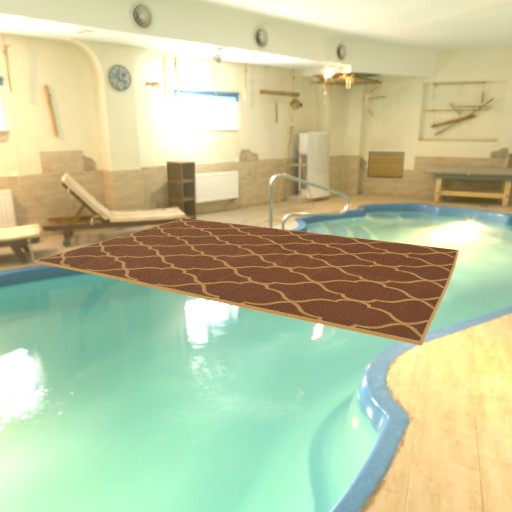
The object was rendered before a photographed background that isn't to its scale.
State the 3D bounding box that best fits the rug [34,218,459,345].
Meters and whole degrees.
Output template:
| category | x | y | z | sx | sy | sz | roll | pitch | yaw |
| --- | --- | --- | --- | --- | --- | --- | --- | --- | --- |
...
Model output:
| category | x | y | z | sx | sy | sz | roll | pitch | yaw |
| --- | --- | --- | --- | --- | --- | --- | --- | --- | --- |
| rug | 0.000 | 0.000 | 2.840 | 2.290 | 0.014 | 1.526 | 9 | 18 | 27 |
